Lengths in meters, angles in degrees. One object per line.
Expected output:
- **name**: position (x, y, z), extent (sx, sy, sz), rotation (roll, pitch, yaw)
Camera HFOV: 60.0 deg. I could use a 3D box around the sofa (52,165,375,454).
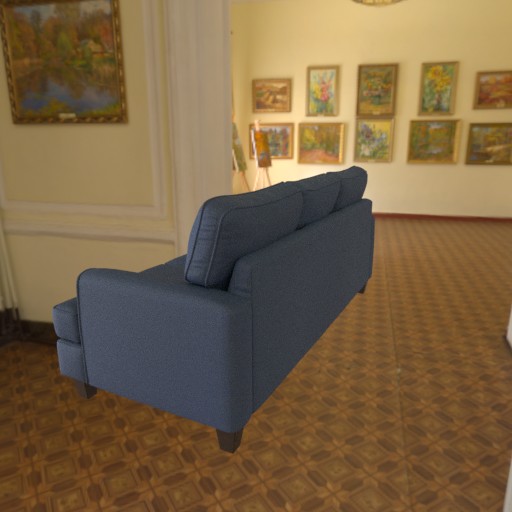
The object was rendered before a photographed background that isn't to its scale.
- **sofa**: position (0.000, 0.000, 2.629), extent (0.951, 0.965, 2.158), rotation (8, 17, 26)
